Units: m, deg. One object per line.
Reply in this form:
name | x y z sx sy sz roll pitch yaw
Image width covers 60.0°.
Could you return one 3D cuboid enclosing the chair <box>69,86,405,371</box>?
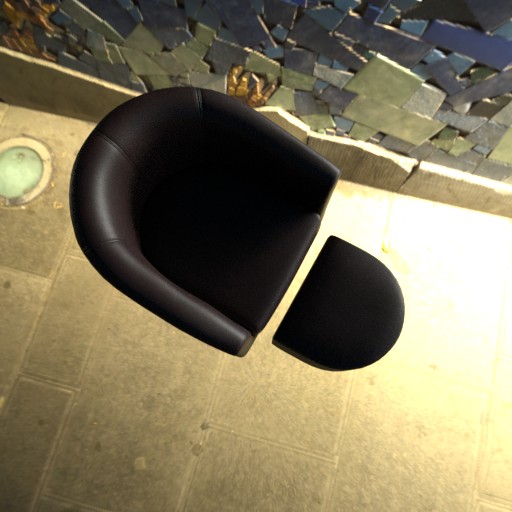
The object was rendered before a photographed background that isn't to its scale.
chair | 0.000 0.000 1.622 1.176 0.755 0.737 29 76 8
